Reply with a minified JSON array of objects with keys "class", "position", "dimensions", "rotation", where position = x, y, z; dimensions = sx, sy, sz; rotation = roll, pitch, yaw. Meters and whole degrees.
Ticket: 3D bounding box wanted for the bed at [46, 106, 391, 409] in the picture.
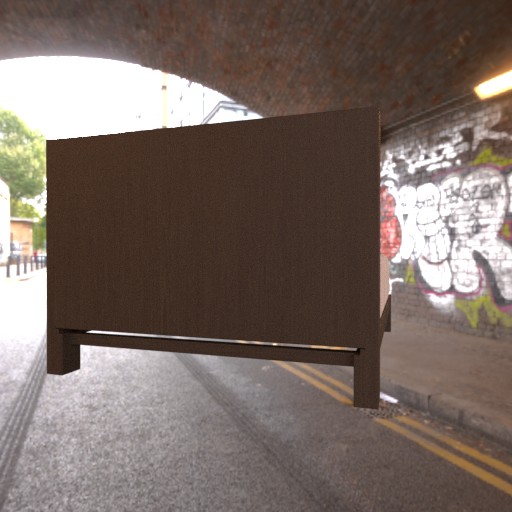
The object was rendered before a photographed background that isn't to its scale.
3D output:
[{"class":"bed","position":[0.000,0.000,3.057],"dimensions":[1.735,1.261,1.992],"rotation":[0,0,18]}]
